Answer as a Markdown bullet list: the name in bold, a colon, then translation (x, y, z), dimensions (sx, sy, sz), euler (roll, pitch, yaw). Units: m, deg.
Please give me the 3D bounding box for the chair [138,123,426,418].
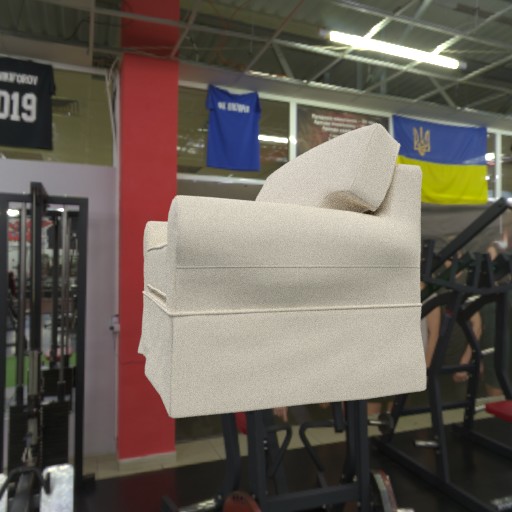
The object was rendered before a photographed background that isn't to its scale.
- **chair**: translation (0.000, 0.000, 1.861), dimensions (0.904, 0.958, 1.099), euler (0, -1, -19)
